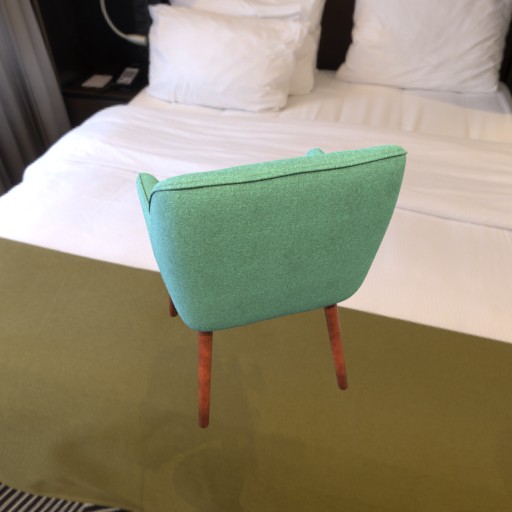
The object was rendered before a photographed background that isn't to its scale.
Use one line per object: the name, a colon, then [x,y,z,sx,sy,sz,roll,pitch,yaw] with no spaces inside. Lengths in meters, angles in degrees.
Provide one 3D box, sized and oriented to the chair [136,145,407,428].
chair: [0.000,0.000,1.183,0.543,0.803,0.519,-11,42,-12]
